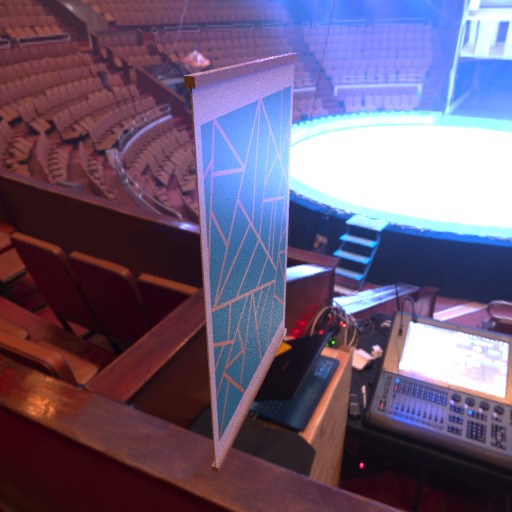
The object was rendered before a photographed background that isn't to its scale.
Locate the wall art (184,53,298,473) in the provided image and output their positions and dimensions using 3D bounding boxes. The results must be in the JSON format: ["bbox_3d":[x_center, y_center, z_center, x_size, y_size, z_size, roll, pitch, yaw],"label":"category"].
[{"bbox_3d":[0.000,0.000,1.885,0.030,1.519,0.990,10,29,17],"label":"wall art"}]
